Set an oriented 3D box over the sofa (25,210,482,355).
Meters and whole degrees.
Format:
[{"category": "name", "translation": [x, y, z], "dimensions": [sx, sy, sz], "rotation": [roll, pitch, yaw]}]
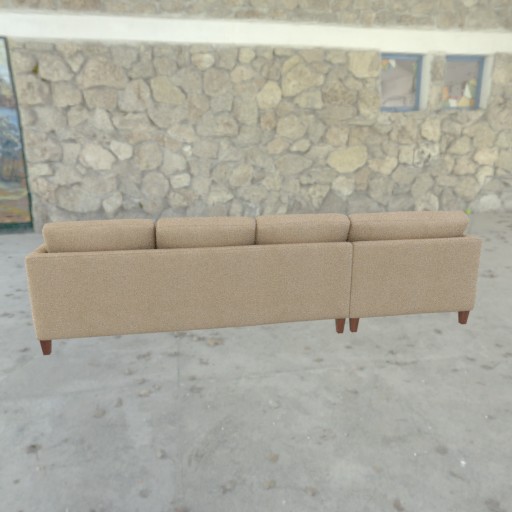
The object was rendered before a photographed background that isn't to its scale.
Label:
[{"category": "sofa", "translation": [0.000, 0.000, 3.763], "dimensions": [3.201, 0.876, 1.502], "rotation": [-2, 14, -9]}]
